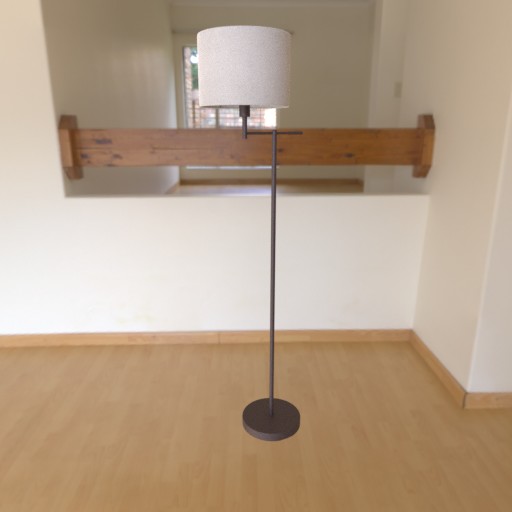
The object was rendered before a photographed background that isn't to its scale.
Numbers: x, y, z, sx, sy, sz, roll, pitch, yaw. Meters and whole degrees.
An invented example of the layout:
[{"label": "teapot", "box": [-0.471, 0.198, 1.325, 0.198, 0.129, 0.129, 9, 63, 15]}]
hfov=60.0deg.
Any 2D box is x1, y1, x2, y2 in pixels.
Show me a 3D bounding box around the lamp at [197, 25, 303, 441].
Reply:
[{"label": "lamp", "box": [0.000, 0.000, 1.777, 0.416, 1.600, 0.324, -8, 18, -25]}]
